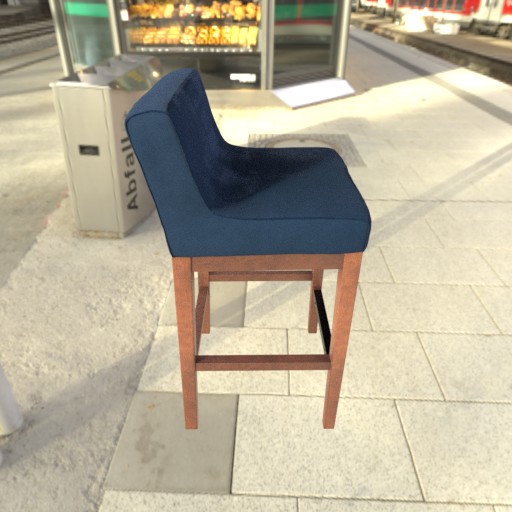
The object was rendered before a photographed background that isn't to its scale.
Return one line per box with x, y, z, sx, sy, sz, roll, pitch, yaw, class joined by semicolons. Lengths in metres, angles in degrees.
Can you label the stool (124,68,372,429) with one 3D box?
0.000;0.000;1.276;0.516;0.945;0.511;0;31;0;stool
